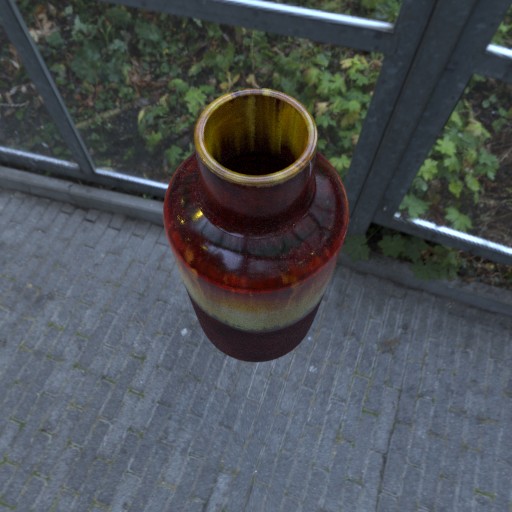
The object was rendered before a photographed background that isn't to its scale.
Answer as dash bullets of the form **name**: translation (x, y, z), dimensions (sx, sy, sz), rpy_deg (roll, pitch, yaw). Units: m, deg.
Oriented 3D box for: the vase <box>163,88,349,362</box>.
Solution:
- **vase**: translation (0.000, 0.000, 0.321), dimensions (0.111, 0.261, 0.111), rpy_deg (0, 64, 0)
